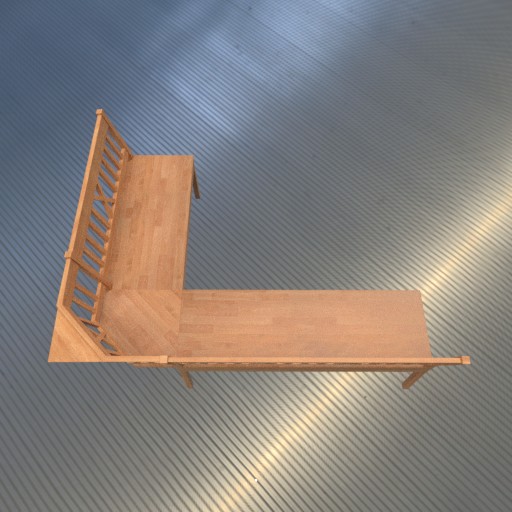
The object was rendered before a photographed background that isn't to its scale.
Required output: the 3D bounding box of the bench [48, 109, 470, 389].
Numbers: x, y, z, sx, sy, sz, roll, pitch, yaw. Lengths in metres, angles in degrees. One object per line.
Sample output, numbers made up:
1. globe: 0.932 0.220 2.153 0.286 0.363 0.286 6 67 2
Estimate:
1. bench: 0.000 0.000 2.743 1.937 0.902 1.537 0 63 0
